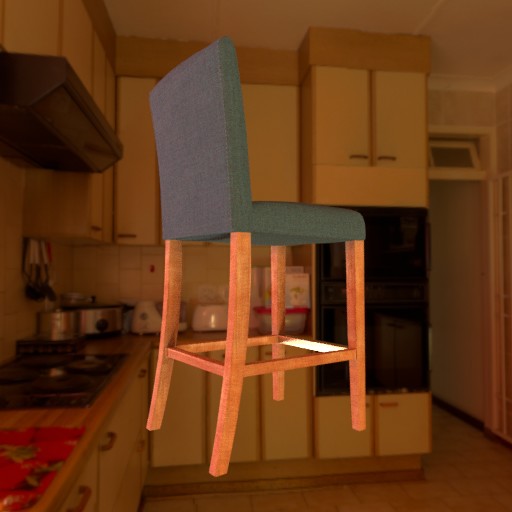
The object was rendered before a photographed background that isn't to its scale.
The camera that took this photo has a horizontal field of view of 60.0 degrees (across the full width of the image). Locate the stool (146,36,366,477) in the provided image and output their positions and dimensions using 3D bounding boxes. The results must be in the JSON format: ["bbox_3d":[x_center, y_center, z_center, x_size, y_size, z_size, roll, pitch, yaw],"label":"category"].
[{"bbox_3d":[0.000,0.000,1.413,0.574,1.088,0.454,1,-2,-37],"label":"stool"}]
